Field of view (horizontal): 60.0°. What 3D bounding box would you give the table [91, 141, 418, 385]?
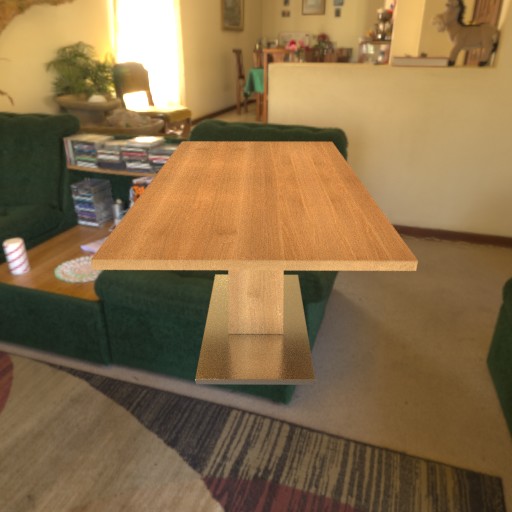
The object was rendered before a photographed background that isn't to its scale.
[{"bbox_3d":[0.000,0.000,2.101,0.900,0.750,1.600,0,26,0],"label":"table"}]
